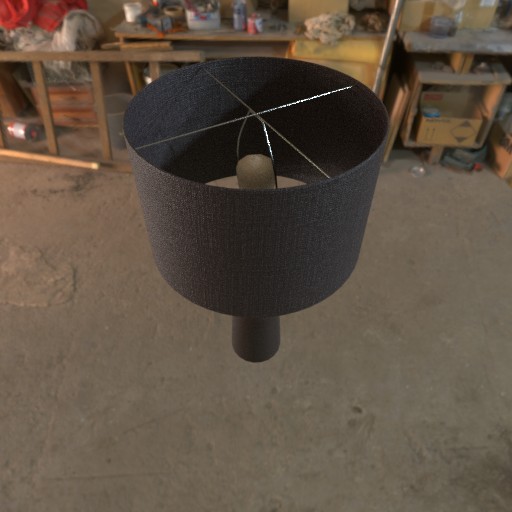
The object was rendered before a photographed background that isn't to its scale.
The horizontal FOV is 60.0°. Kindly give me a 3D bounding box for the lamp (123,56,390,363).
[{"bbox_3d":[0.000,0.000,0.688,0.303,0.488,0.303,0,46,0],"label":"lamp"}]
